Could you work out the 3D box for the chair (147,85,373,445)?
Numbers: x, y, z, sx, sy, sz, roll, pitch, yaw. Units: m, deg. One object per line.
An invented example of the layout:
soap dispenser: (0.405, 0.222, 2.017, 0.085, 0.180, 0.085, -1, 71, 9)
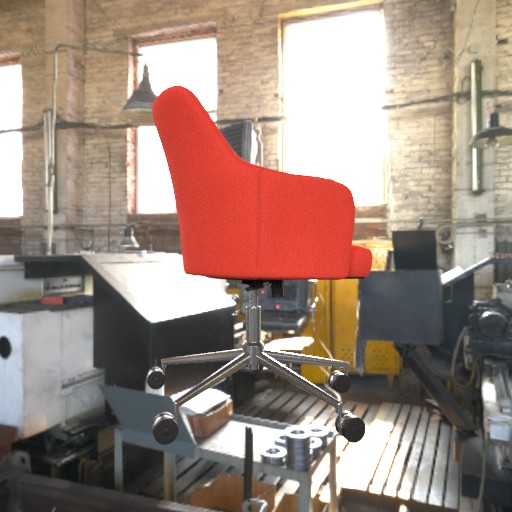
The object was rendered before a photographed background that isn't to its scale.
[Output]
chair: (0.000, 0.000, 1.246, 0.600, 0.820, 0.655, 0, 1, -18)
